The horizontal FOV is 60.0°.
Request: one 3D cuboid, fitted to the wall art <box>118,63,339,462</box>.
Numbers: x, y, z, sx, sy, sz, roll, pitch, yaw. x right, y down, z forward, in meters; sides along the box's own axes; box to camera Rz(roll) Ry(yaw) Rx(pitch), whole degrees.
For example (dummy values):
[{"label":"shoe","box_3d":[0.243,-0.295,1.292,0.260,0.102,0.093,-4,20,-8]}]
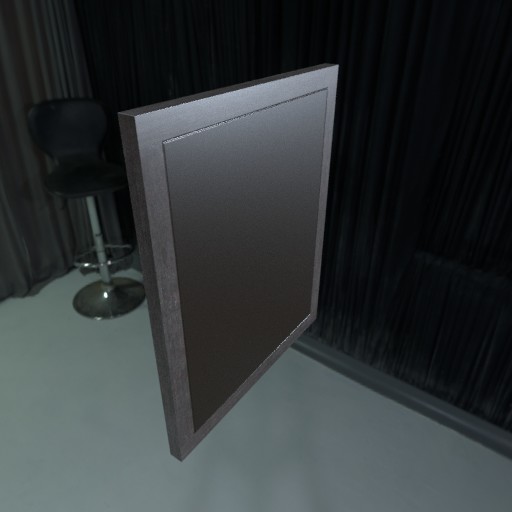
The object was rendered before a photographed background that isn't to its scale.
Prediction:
[{"label":"wall art","box_3d":[0.000,0.000,0.786,0.027,0.580,0.479,20,36,30]}]
